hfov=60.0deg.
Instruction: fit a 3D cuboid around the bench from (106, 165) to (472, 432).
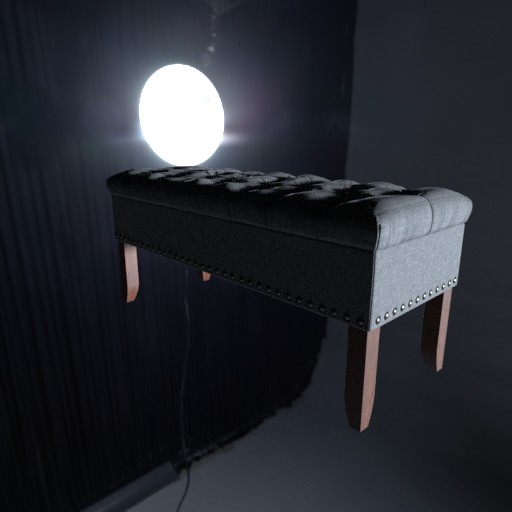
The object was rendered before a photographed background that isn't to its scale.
[{"bbox_3d":[0.000,0.000,1.320,0.417,0.470,1.052,-14,21,-41],"label":"bench"}]
